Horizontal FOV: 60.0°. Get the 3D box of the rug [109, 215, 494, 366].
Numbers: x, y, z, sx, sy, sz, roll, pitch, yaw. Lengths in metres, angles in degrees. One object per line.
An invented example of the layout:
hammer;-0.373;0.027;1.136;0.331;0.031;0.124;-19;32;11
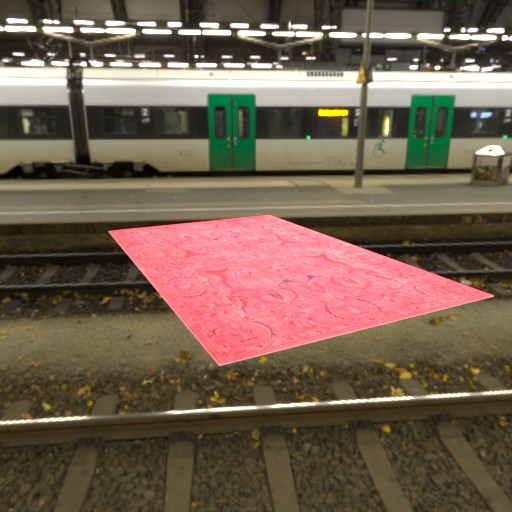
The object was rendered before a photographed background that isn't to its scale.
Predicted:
rug;0.000;0.000;2.997;1.534;0.010;2.423;-8;18;-26
